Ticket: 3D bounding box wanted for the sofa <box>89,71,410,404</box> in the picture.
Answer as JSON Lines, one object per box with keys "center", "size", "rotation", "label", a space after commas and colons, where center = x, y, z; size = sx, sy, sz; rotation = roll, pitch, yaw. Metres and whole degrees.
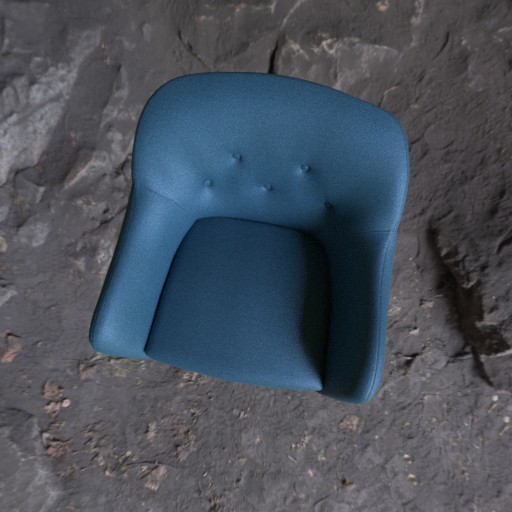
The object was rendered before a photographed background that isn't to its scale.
{"center": [0.000, 0.000, 1.487], "size": [0.836, 0.817, 0.825], "rotation": [11, 76, 3], "label": "sofa"}
